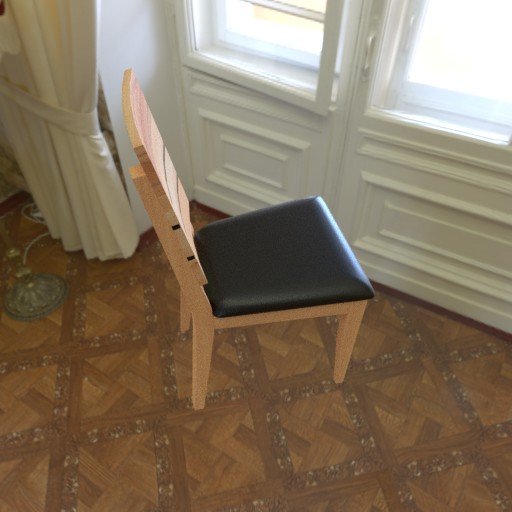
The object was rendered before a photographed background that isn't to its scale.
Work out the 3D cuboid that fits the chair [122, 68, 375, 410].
[{"bbox_3d":[0.000,0.000,1.195,0.520,0.940,0.410,-10,47,-10],"label":"chair"}]
